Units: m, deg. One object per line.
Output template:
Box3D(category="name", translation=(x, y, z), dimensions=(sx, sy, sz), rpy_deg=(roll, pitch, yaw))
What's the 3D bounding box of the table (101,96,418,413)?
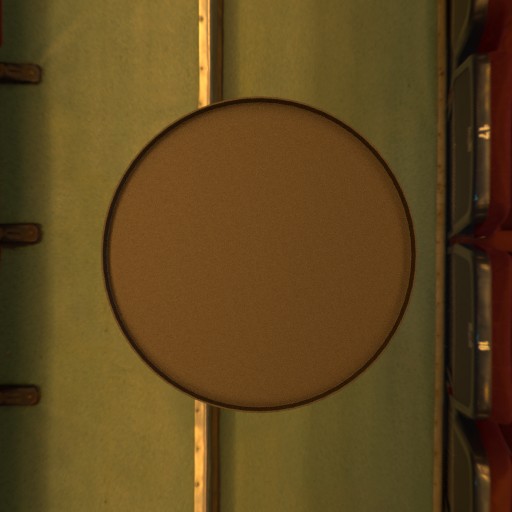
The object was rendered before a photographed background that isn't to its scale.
Box3D(category="table", translation=(0.000, 0.000, 1.052), dimensions=(0.502, 0.700, 0.502), rpy_deg=(0, 90, -1))
